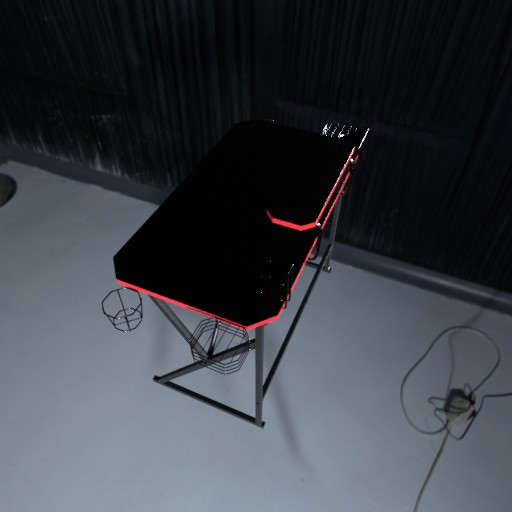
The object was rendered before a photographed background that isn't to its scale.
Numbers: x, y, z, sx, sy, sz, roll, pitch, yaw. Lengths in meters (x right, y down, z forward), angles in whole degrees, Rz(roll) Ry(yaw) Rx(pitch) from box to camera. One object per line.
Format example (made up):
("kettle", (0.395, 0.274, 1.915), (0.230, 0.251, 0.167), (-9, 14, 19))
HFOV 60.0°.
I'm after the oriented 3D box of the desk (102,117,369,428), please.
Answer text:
("desk", (0.000, 0.000, 1.795), (0.588, 0.913, 1.280), (18, 49, 16))
